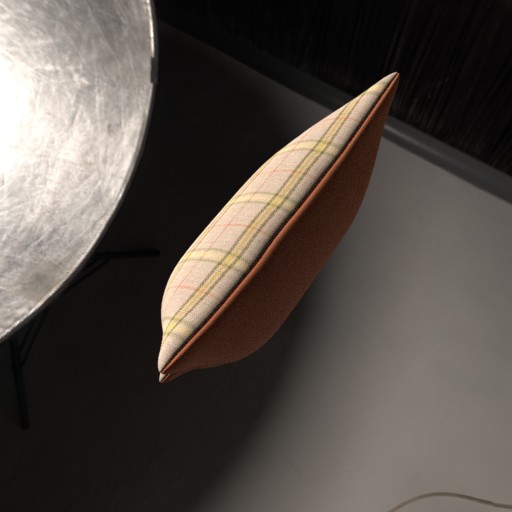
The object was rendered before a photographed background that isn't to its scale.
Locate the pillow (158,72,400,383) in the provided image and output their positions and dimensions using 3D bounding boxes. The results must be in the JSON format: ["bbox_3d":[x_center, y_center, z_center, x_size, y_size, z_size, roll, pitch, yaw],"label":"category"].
[{"bbox_3d":[0.000,0.000,0.676,0.200,0.430,0.453,32,68,15],"label":"pillow"}]
